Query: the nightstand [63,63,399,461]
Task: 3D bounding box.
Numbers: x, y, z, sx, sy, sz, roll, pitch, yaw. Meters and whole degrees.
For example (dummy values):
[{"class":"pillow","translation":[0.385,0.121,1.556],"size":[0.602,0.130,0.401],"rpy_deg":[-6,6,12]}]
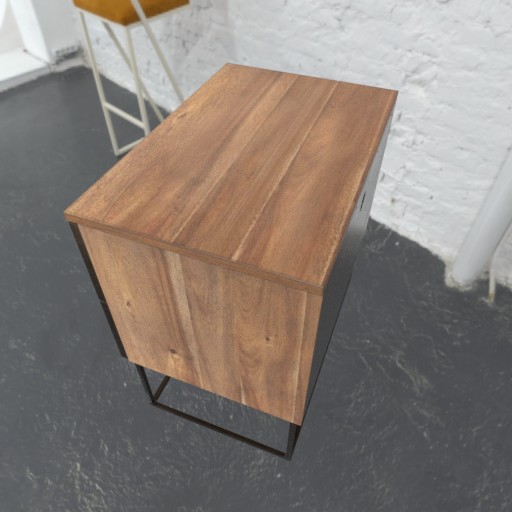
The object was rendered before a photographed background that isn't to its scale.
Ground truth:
[{"class":"nightstand","translation":[0.000,0.000,1.035],"size":[0.427,0.611,0.605],"rpy_deg":[16,47,15]}]
